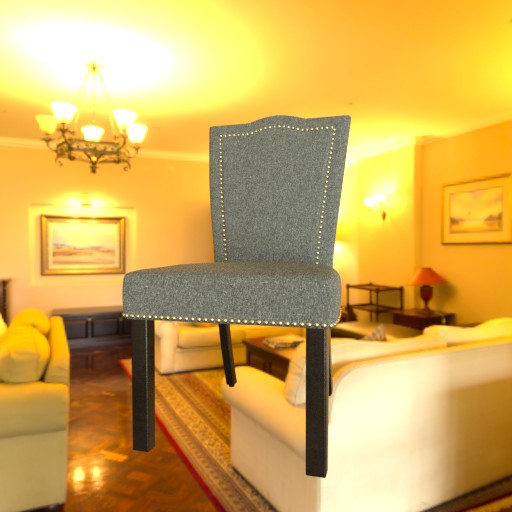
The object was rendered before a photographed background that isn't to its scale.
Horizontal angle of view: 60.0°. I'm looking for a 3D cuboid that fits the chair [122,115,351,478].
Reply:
[{"bbox_3d":[0.000,0.000,1.270,0.518,0.946,0.589,0,1,16],"label":"chair"}]
